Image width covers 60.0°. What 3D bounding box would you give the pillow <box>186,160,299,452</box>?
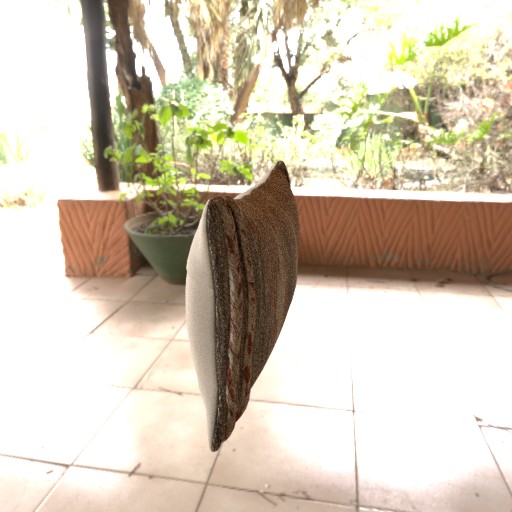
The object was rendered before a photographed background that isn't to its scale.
[{"bbox_3d":[0.000,0.000,0.747,0.139,0.282,0.635,3,16,9],"label":"pillow"}]
